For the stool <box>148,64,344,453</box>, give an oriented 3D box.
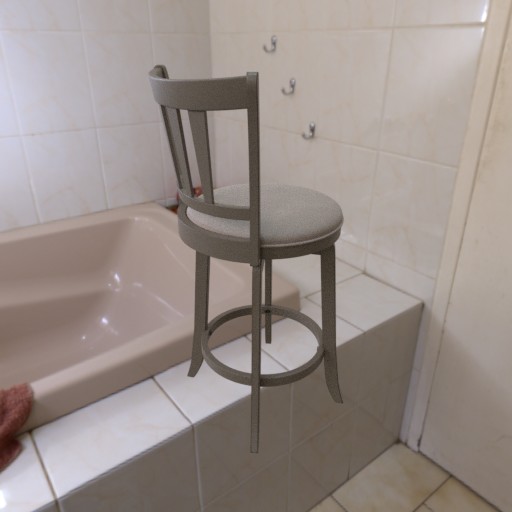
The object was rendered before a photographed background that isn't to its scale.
[{"bbox_3d":[0.000,0.000,1.261,0.486,0.994,0.450,-17,30,-31],"label":"stool"}]
